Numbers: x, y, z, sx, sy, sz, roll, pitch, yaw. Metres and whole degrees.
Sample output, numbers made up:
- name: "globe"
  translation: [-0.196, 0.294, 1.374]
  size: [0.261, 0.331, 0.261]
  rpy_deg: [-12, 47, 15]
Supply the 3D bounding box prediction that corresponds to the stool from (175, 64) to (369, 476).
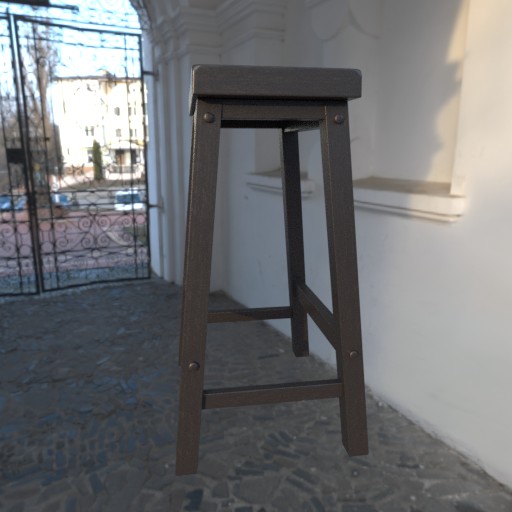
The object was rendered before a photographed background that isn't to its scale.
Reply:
- name: "stool"
  translation: [0.000, 0.000, 0.848]
  size: [0.322, 0.610, 0.406]
  rpy_deg: [-2, 14, -9]
